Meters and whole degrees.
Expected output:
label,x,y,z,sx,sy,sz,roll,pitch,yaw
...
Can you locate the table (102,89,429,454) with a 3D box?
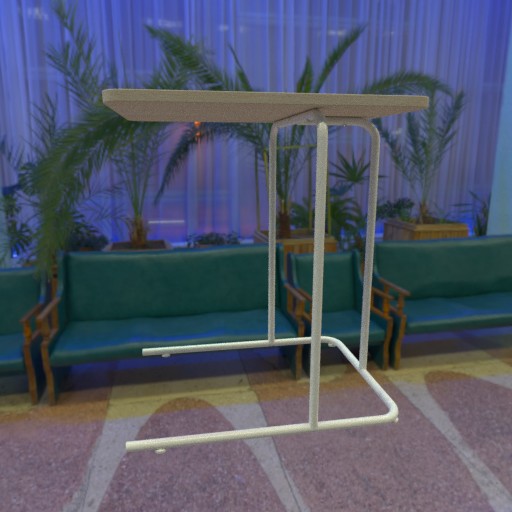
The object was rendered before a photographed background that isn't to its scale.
label,x,y,z,sx,sy,sz,roll,pitch,yaw
table,0.000,0.000,0.855,0.480,0.550,0.370,-2,13,-10
